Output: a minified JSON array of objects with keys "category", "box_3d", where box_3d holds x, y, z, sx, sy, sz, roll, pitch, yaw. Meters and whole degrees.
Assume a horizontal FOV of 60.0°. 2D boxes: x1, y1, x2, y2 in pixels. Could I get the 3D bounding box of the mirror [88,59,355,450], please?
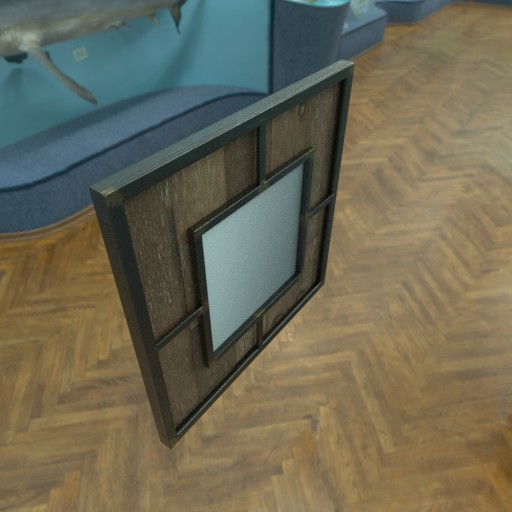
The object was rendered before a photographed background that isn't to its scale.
[{"category":"mirror","box_3d":[0.000,0.000,0.560,0.020,0.381,0.382,26,47,28]}]
